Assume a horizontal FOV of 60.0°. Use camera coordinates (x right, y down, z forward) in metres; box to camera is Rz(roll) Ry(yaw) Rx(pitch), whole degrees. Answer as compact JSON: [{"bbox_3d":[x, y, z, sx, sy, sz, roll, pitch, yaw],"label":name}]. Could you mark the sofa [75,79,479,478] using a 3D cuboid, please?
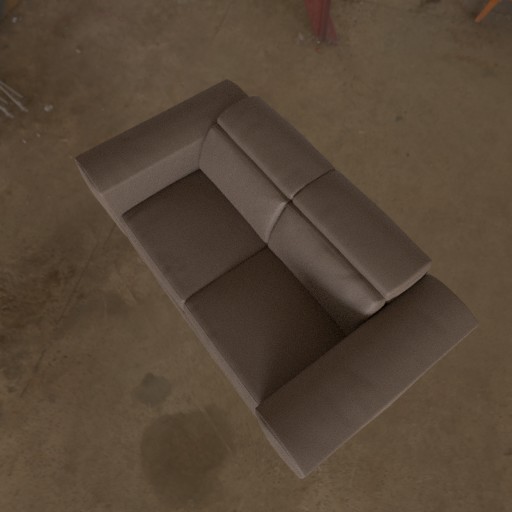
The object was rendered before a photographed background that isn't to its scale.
[{"bbox_3d":[0.000,0.000,2.297,1.003,0.779,1.895,-34,67,-16],"label":"sofa"}]
